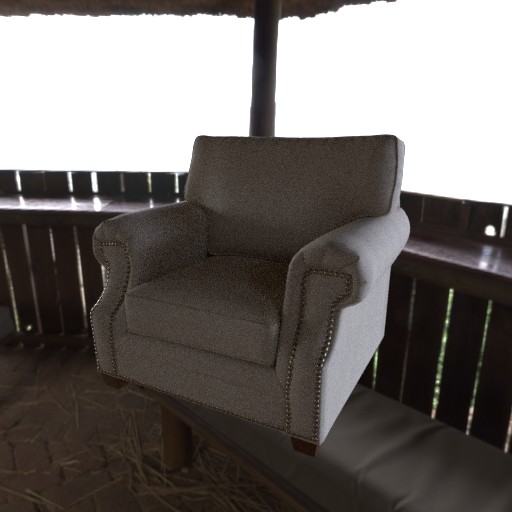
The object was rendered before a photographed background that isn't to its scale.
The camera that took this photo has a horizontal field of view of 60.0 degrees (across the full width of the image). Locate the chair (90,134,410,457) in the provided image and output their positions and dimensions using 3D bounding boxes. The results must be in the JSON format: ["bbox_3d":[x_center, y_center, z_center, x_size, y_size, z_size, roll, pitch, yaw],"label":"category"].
[{"bbox_3d":[0.000,0.000,1.812,1.092,0.961,0.965,8,17,27],"label":"chair"}]
